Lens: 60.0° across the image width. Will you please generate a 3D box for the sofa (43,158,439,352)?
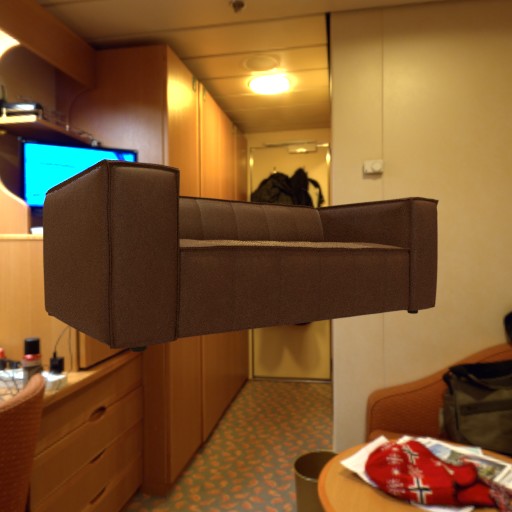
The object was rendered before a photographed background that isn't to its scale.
[{"bbox_3d":[0.000,0.000,2.538,2.088,0.703,1.102,0,1,-36],"label":"sofa"}]
